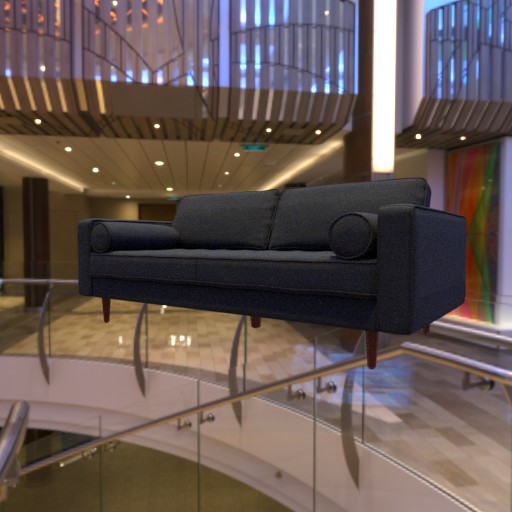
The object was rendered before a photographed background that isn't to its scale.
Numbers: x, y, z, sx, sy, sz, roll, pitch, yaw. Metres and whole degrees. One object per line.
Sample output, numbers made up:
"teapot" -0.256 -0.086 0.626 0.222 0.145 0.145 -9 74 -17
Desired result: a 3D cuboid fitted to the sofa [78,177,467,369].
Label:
"sofa" 0.000 0.000 2.326 1.880 0.762 0.914 1 2 35
